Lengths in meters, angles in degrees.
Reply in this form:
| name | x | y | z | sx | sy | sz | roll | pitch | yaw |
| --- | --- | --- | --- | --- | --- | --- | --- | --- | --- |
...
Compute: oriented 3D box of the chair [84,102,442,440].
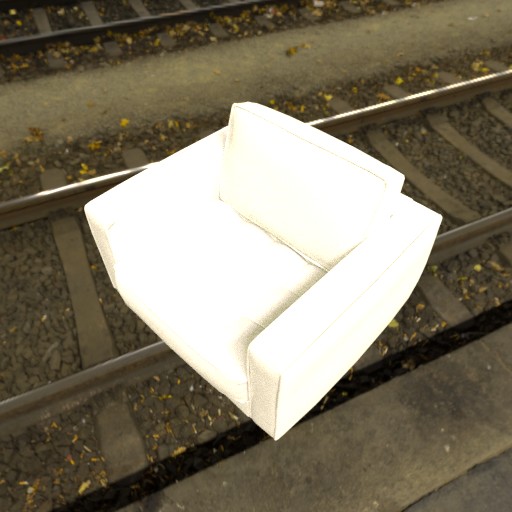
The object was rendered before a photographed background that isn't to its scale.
| name | x | y | z | sx | sy | sz | roll | pitch | yaw |
| --- | --- | --- | --- | --- | --- | --- | --- | --- | --- |
| chair | 0.000 | 0.000 | 1.567 | 0.928 | 0.773 | 0.843 | 35 | 57 | 28 |
